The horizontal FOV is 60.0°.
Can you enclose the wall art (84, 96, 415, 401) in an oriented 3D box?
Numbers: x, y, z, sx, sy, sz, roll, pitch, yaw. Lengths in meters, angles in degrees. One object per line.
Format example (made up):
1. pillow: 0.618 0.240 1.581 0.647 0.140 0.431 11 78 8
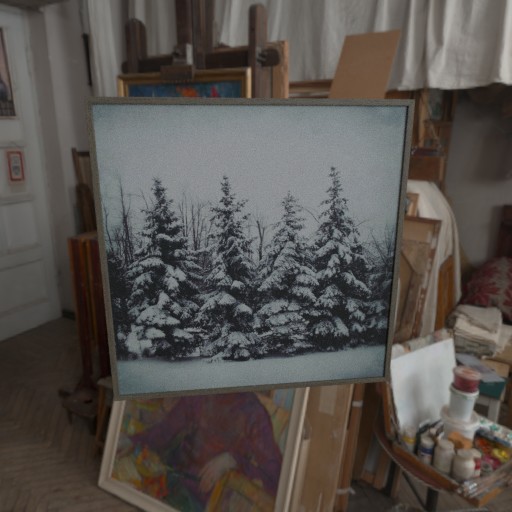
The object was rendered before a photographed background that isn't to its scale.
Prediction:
1. wall art: 0.000 0.000 1.131 0.758 0.758 0.039 -2 16 -7
